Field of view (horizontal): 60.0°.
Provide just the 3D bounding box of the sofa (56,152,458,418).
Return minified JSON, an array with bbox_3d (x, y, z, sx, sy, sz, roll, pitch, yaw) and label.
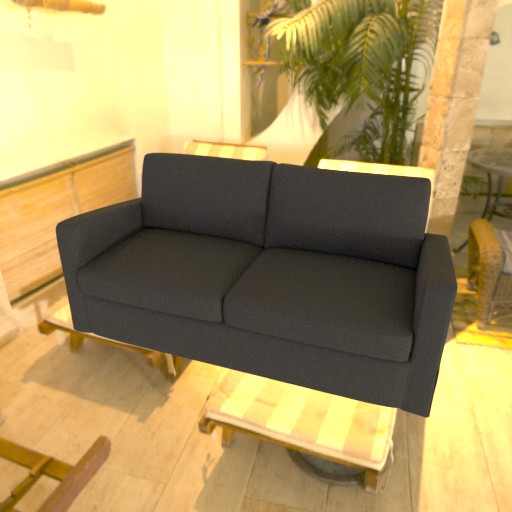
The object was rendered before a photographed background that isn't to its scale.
[{"bbox_3d":[0.000,0.000,2.311,1.852,0.839,0.898,9,28,18],"label":"sofa"}]
